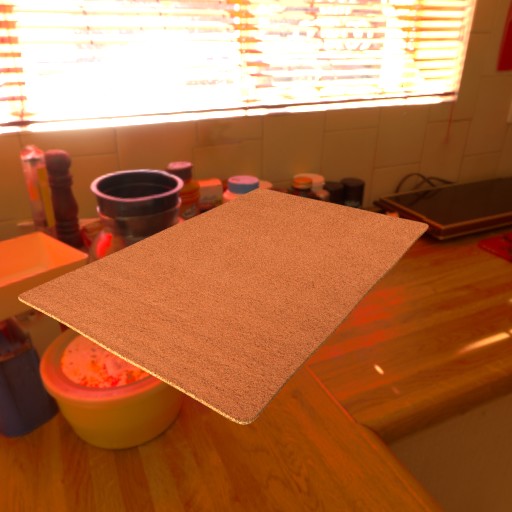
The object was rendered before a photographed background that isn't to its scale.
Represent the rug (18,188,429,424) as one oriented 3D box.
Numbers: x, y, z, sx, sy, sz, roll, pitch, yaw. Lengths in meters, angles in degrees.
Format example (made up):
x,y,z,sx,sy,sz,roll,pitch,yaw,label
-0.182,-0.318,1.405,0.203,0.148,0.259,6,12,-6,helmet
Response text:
x,y,z,sx,sy,sz,roll,pitch,yaw,label
0.000,0.000,3.318,1.801,0.024,2.700,17,31,31,rug
